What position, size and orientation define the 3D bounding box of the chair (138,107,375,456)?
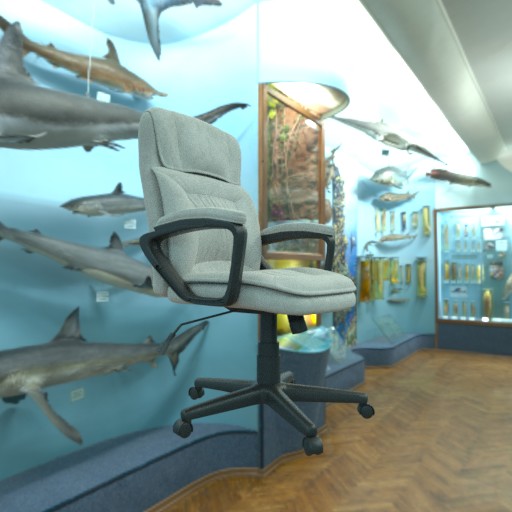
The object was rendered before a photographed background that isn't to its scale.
[{"bbox_3d":[0.000,0.000,1.572,0.724,1.105,0.667,-1,-2,36],"label":"chair"}]
